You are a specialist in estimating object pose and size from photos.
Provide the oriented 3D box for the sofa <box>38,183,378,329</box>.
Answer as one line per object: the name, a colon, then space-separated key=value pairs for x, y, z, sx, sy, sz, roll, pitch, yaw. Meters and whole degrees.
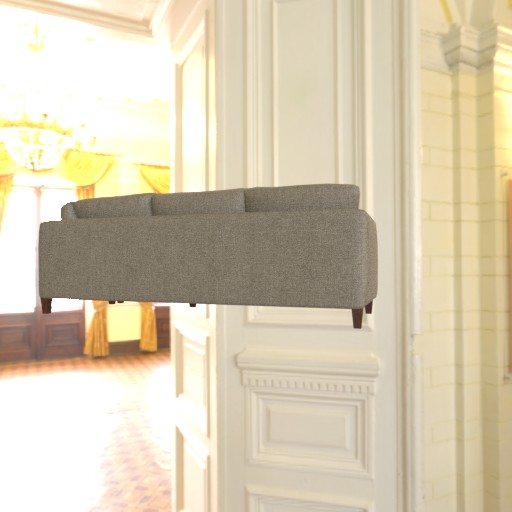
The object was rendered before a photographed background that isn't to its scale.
sofa: x=0.000 y=0.000 z=4.650 sx=2.593 sy=0.947 sz=3.302 roll=0 pitch=-1 yaw=19
